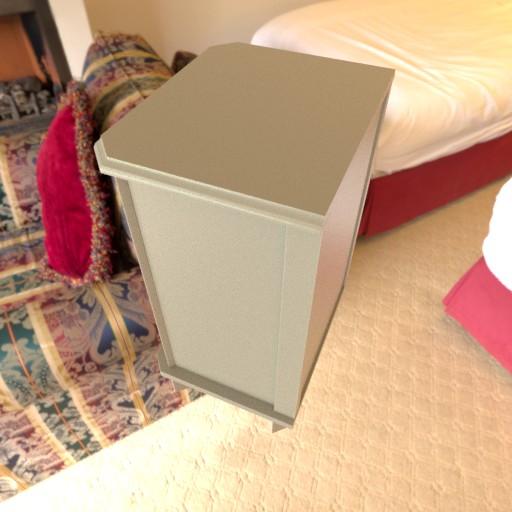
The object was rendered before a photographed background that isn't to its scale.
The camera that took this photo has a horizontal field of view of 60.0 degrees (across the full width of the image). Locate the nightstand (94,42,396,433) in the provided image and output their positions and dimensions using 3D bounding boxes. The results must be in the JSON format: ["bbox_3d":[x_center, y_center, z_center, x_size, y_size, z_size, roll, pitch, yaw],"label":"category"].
[{"bbox_3d":[0.000,0.000,0.927,0.348,0.680,0.435,17,49,16],"label":"nightstand"}]
